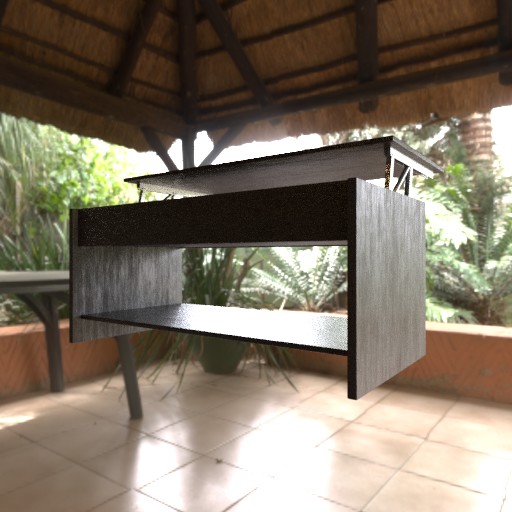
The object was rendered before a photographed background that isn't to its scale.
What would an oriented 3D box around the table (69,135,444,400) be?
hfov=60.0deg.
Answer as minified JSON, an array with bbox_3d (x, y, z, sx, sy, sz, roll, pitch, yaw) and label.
[{"bbox_3d":[0.000,0.000,1.451,1.000,0.570,0.712,0,0,36],"label":"table"}]
